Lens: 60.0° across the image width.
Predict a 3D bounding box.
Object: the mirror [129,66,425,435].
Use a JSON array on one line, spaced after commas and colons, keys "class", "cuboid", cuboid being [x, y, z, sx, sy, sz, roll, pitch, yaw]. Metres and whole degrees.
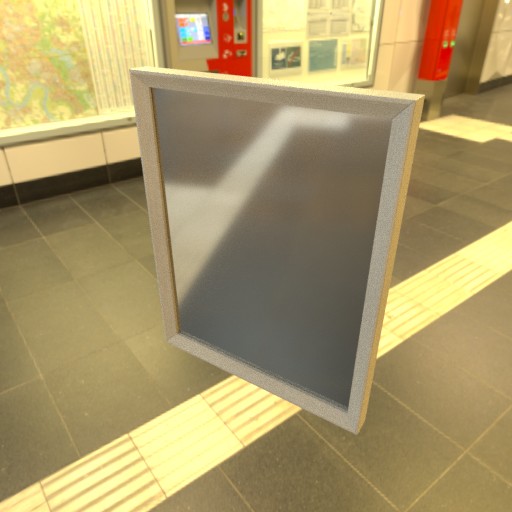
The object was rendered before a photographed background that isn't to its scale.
[{"class": "mirror", "cuboid": [0.000, 0.000, 0.680, 0.406, 0.509, 0.041, 18, 35, 28]}]
